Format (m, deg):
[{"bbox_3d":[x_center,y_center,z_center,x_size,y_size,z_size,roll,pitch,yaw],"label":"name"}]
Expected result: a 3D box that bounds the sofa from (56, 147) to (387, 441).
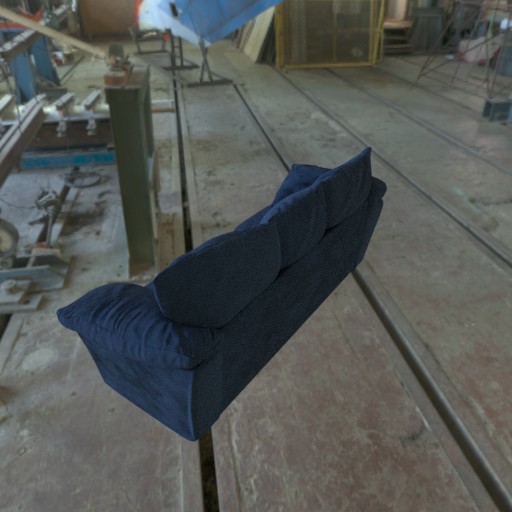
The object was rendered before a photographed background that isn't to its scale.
[{"bbox_3d":[0.000,0.000,2.893,0.907,1.091,2.390,20,37,29],"label":"sofa"}]
